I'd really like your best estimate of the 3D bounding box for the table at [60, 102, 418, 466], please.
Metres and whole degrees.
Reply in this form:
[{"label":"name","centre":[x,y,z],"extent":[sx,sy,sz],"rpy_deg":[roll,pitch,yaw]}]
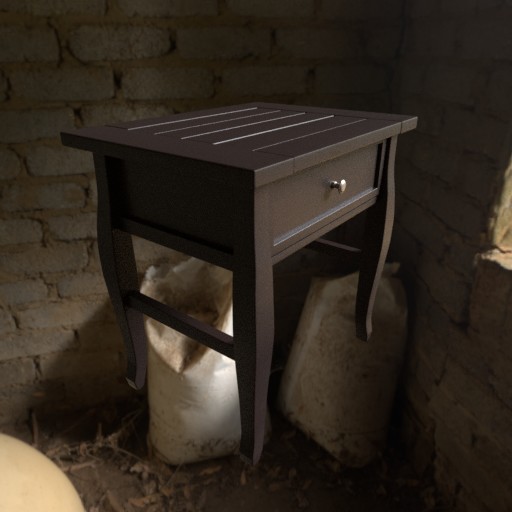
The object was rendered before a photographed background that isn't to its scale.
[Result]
[{"label":"table","centre":[0.000,0.000,1.041],"extent":[0.460,0.605,0.602],"rpy_deg":[18,31,33]}]
